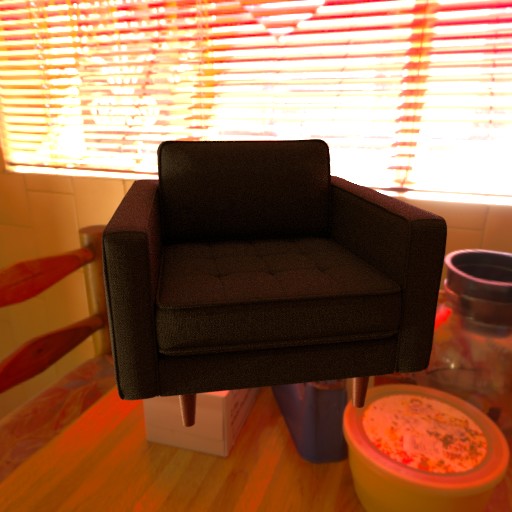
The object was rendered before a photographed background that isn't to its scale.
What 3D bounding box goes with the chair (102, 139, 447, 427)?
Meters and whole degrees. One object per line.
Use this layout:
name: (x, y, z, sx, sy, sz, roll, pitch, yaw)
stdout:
chair: (0.000, 0.000, 1.557, 0.899, 0.770, 0.919, -3, 18, -9)
